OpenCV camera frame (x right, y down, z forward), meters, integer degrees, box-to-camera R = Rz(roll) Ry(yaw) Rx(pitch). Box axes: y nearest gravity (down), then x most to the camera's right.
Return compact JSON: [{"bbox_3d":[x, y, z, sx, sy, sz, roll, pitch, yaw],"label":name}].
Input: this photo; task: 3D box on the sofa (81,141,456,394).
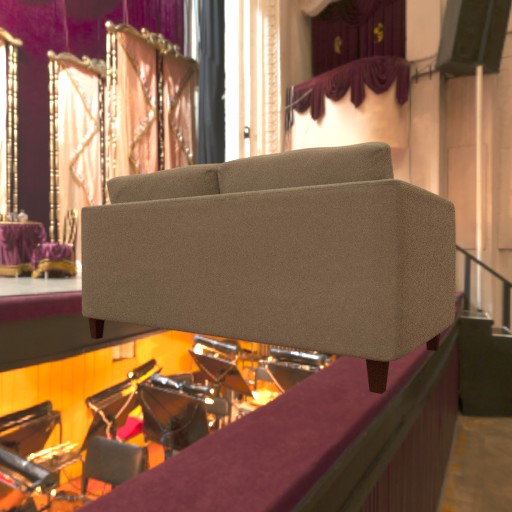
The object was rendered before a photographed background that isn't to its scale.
[{"bbox_3d":[0.000,0.000,2.427,1.884,0.963,0.950,1,1,35],"label":"sofa"}]
